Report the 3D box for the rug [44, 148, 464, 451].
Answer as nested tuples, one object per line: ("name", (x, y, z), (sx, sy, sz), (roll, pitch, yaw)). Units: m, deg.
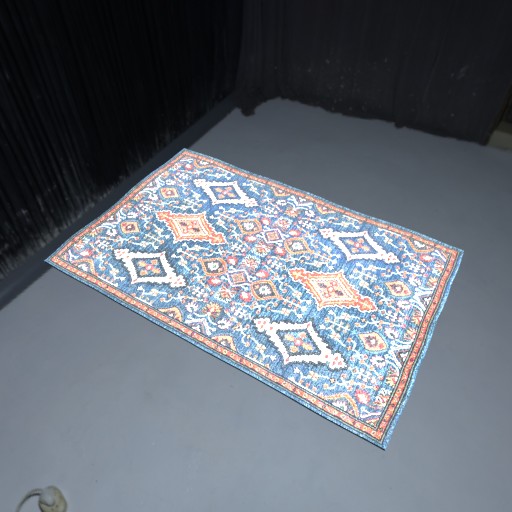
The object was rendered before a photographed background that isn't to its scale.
("rug", (0.000, 0.000, 2.302), (1.847, 0.014, 1.195), (24, 52, 20))
